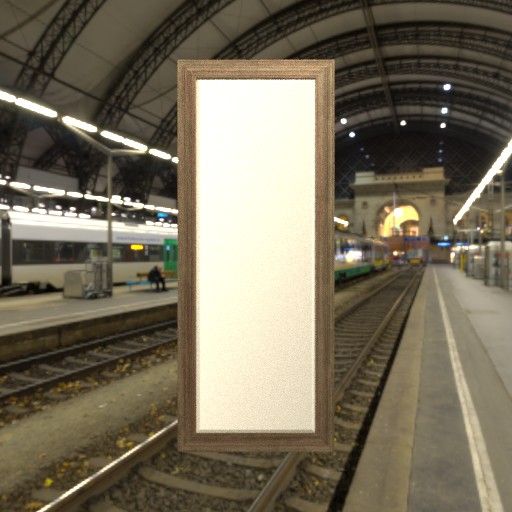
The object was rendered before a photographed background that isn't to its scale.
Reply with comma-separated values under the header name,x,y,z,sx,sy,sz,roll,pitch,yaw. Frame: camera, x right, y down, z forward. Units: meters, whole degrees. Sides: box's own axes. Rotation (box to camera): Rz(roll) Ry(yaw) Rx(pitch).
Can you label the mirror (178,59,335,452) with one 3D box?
name,x,y,z,sx,sy,sz,roll,pitch,yaw
mirror,0.000,0.000,2.310,0.812,2.032,0.025,0,0,0
